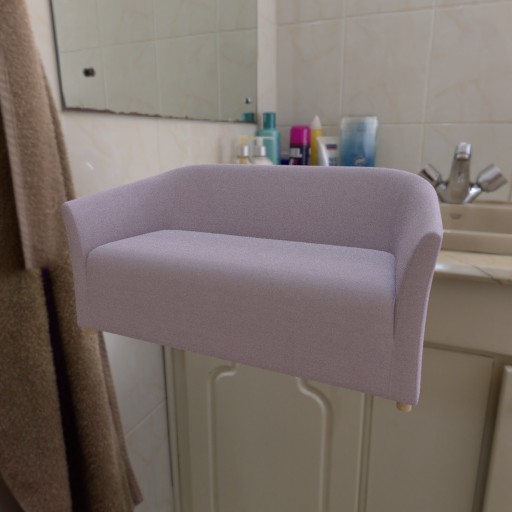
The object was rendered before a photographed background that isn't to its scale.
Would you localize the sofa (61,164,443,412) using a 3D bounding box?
[{"bbox_3d":[0.000,0.000,1.858,1.452,0.721,0.705,7,16,25],"label":"sofa"}]
